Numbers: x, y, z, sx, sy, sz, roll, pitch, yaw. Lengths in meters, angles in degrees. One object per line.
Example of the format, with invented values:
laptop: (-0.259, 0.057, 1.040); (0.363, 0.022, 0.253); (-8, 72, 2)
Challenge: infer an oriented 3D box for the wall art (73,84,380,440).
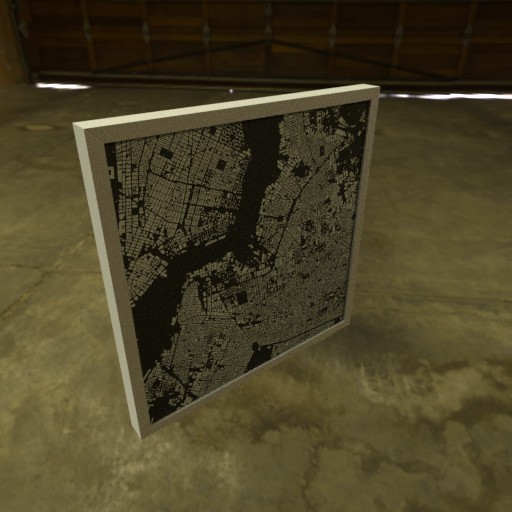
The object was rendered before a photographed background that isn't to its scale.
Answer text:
wall art: (0.000, 0.000, 0.756); (0.506, 0.506, 0.038); (-20, 35, -32)
